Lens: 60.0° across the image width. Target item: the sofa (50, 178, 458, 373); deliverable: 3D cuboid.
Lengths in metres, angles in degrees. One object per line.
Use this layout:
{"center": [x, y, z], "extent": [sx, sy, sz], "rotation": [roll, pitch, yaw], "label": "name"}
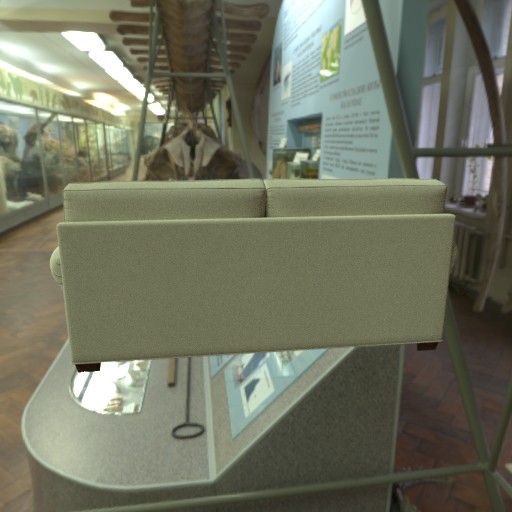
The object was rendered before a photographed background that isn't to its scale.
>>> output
{"center": [0.000, 0.000, 2.674], "extent": [2.146, 0.962, 0.901], "rotation": [-2, 14, -8], "label": "sofa"}
